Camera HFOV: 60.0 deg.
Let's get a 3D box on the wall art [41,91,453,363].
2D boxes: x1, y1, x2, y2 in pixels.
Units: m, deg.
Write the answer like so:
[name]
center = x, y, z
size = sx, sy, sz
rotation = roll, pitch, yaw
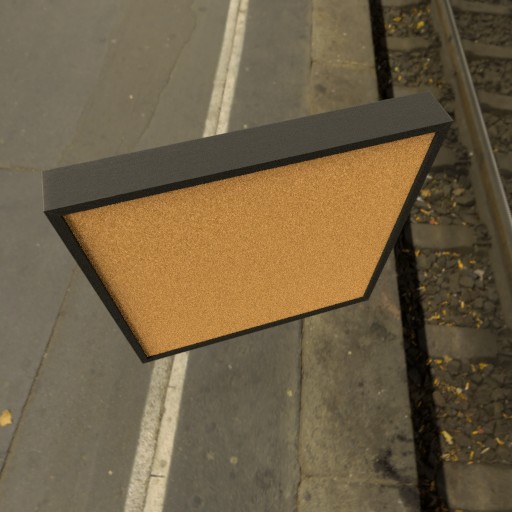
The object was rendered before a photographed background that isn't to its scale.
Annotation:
[wall art]
center = 0.000, 0.000, 0.455
size = 0.305, 0.305, 0.037
rotation = -14, 59, -9
